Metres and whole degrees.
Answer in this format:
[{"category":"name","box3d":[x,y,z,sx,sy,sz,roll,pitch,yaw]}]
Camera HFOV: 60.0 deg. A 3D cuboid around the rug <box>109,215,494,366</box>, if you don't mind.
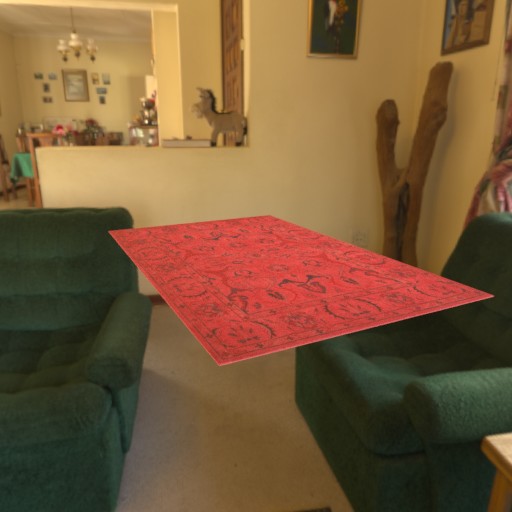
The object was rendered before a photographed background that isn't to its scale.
[{"category":"rug","box3d":[0.000,0.000,2.997,1.534,0.010,2.423,-8,18,-26]}]
